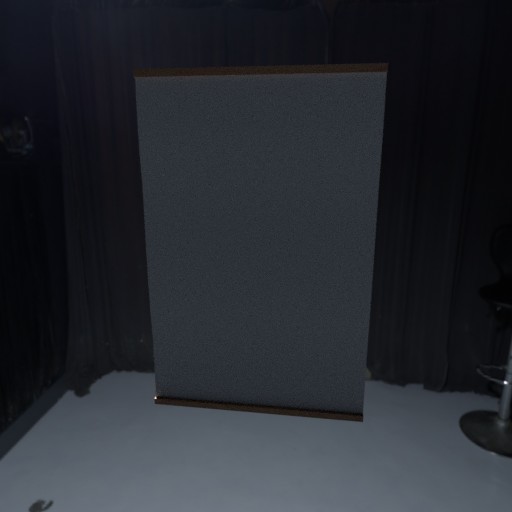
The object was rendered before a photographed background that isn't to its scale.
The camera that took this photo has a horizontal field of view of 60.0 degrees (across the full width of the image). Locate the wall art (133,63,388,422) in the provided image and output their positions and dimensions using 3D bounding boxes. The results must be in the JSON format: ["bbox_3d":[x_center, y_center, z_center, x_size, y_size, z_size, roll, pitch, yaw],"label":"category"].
[{"bbox_3d":[0.000,0.000,0.641,0.332,0.508,0.012,2,15,8],"label":"wall art"}]
